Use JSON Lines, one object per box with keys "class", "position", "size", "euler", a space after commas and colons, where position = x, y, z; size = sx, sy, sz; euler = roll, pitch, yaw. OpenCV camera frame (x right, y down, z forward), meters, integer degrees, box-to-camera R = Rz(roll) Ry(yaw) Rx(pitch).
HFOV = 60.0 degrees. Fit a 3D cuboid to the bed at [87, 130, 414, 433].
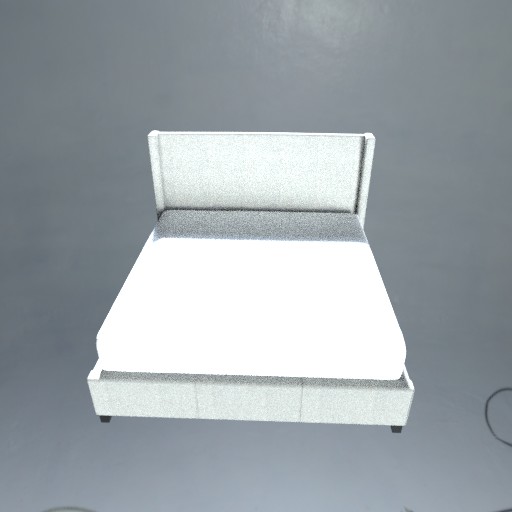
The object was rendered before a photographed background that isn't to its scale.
{"class": "bed", "position": [0.000, 0.000, 3.685], "size": [2.140, 1.470, 2.280], "euler": [1, 30, 2]}
